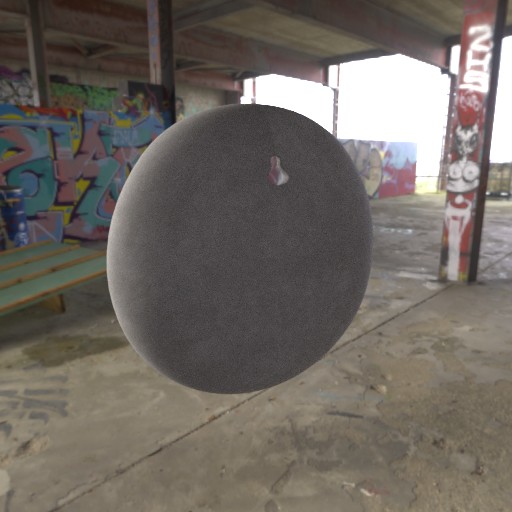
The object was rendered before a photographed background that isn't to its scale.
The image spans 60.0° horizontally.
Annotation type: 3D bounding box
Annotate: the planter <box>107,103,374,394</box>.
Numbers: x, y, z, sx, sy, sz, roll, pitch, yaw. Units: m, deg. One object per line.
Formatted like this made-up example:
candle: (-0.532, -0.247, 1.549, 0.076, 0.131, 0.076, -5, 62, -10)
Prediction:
planter: (0.000, 0.000, 0.287, 0.185, 0.188, 0.071, -6, 15, -26)
